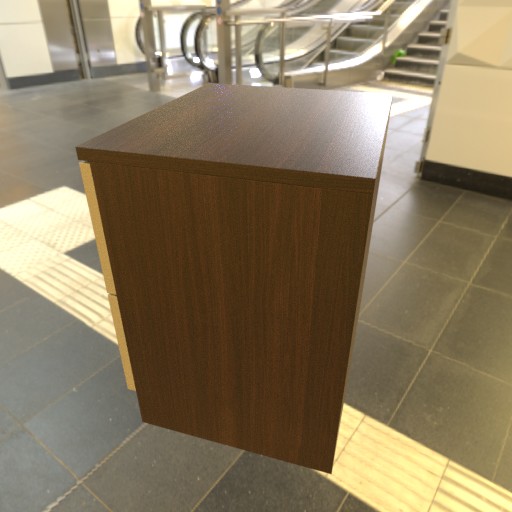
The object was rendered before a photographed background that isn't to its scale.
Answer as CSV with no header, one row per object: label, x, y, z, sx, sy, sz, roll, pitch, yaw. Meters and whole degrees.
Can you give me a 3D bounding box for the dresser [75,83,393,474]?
dresser,0.000,0.000,0.750,0.360,0.470,0.400,9,33,14
